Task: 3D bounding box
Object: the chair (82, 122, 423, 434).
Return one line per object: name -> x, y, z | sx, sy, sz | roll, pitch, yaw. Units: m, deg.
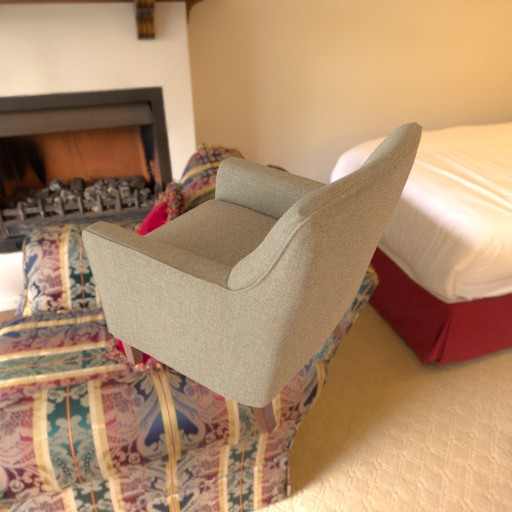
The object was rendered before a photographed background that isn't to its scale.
chair -> 0.000, 0.000, 1.786 | 0.993, 1.047, 0.887 | 21, 39, 28
